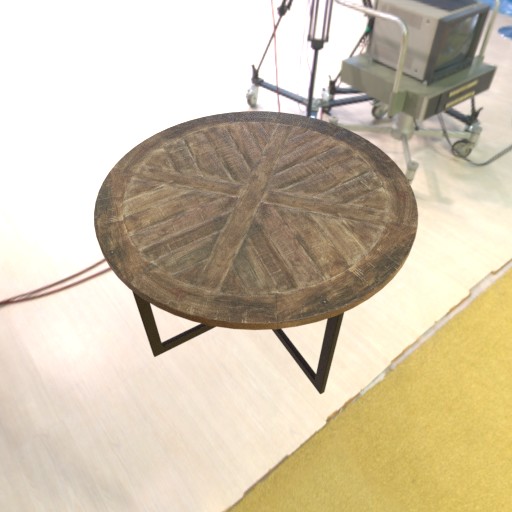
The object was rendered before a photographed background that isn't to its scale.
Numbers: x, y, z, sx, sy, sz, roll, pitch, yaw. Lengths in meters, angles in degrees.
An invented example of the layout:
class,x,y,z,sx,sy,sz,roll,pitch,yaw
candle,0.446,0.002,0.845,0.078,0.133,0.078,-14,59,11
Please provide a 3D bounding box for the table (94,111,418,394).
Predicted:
class,x,y,z,sx,sy,sz,roll,pitch,yaw
table,0.000,0.000,2.055,1.264,0.762,1.264,0,47,0
